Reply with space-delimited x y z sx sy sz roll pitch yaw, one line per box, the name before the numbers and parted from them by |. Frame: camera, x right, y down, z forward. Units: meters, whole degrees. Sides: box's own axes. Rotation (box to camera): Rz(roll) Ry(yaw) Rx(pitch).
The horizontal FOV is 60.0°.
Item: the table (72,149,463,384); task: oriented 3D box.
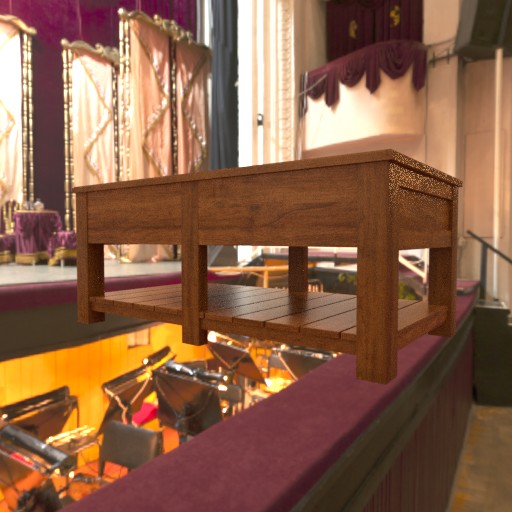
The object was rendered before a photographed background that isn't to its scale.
table | 0.000 0.000 1.486 1.150 0.480 0.635 2 3 37
